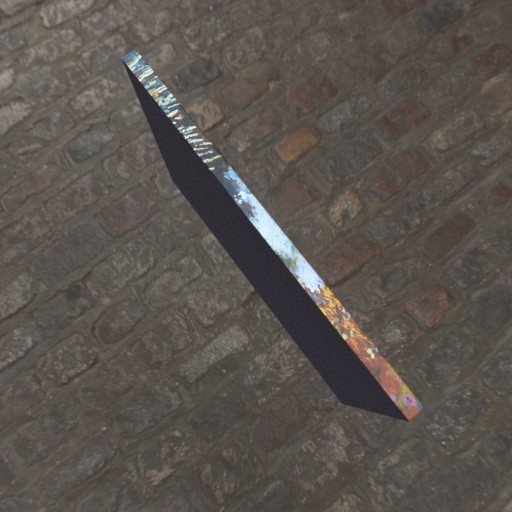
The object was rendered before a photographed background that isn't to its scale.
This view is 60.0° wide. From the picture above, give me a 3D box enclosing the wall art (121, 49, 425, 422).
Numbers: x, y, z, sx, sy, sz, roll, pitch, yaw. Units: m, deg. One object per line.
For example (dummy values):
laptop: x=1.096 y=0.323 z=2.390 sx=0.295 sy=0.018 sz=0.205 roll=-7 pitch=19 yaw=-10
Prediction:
wall art: x=0.000 y=0.000 z=1.136 sx=0.037 sy=0.604 sz=0.908 roll=-36 pitch=77 yaw=-9
